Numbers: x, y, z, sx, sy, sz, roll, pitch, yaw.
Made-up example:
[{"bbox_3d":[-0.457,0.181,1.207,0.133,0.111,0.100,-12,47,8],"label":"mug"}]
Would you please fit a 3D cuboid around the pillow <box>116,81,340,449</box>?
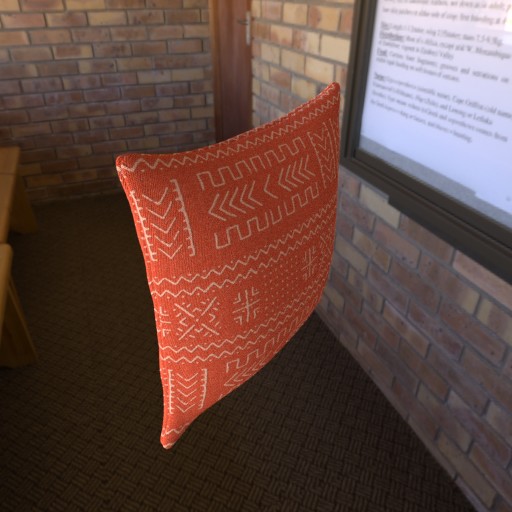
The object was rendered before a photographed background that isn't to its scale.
[{"bbox_3d":[0.000,0.000,0.660,0.164,0.429,0.438,21,38,30],"label":"pillow"}]
